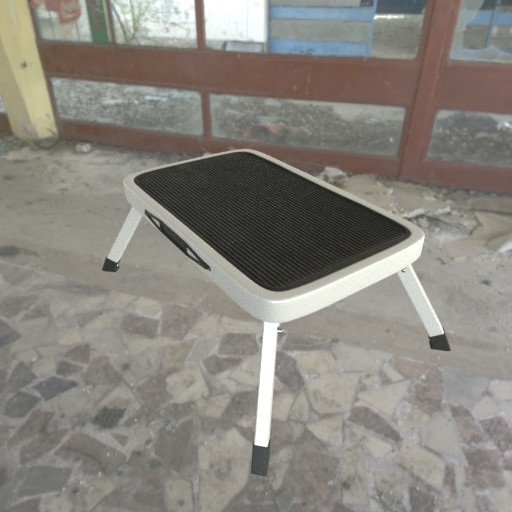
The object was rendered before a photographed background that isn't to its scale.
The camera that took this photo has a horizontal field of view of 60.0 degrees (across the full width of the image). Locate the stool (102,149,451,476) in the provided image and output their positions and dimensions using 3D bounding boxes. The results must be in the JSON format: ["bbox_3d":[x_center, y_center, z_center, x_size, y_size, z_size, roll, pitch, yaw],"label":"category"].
[{"bbox_3d":[0.000,0.000,0.622,0.320,0.170,0.460,-21,37,-29],"label":"stool"}]
